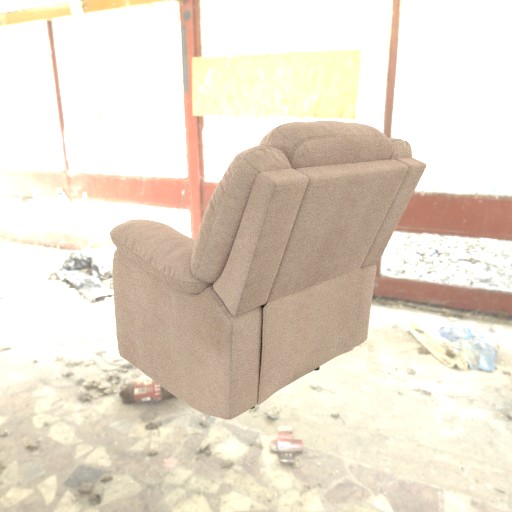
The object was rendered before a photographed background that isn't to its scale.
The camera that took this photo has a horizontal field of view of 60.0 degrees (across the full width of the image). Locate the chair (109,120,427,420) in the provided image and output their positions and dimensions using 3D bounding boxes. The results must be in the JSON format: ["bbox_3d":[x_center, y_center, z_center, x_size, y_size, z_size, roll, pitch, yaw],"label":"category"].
[{"bbox_3d":[0.000,0.000,1.733,0.899,1.008,0.944,-15,22,-42],"label":"chair"}]
